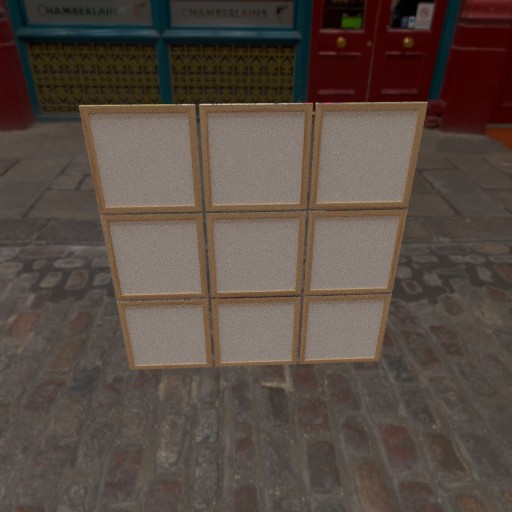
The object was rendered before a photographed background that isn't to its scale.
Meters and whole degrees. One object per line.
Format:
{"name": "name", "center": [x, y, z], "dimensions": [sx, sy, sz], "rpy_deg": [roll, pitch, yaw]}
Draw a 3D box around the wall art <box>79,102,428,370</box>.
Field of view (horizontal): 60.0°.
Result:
{"name": "wall art", "center": [0.000, 0.000, 1.841], "dimensions": [1.206, 1.218, 0.013], "rpy_deg": [-1, 30, -2]}
